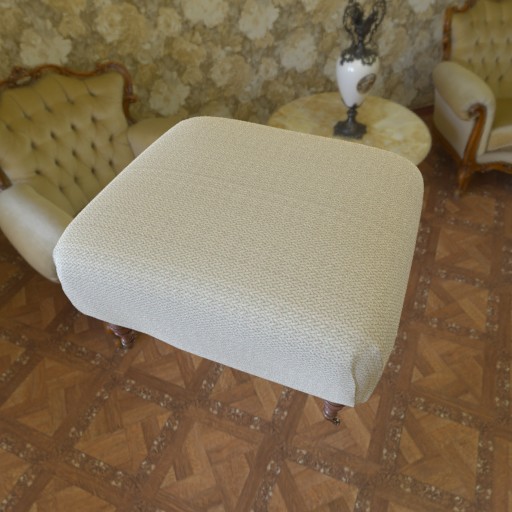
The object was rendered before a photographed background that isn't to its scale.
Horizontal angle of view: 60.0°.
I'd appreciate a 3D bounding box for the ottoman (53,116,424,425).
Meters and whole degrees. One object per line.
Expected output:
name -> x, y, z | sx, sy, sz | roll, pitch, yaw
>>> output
ottoman -> 0.000, 0.000, 1.069 | 0.684, 0.447, 0.622 | 15, 46, 15
